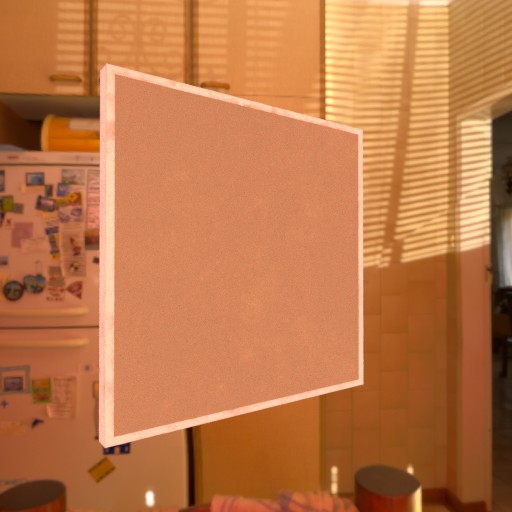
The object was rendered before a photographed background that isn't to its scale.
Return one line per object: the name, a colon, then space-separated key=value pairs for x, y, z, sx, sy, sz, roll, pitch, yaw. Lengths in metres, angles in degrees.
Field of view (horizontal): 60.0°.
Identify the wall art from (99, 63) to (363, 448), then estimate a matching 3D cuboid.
wall art: x=0.000 y=0.000 z=1.111 sx=0.760 sy=0.757 sz=0.038 roll=0 pitch=-1 yaw=-36
